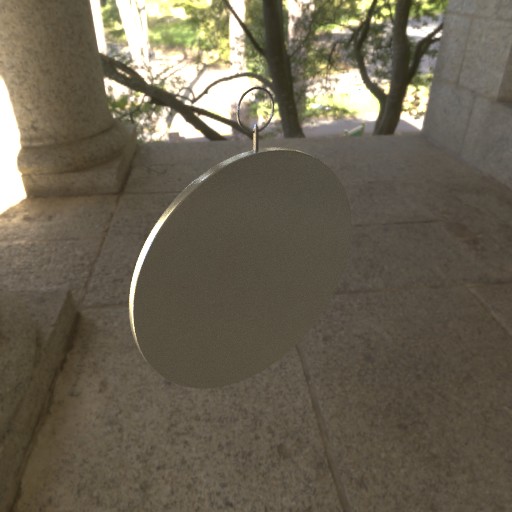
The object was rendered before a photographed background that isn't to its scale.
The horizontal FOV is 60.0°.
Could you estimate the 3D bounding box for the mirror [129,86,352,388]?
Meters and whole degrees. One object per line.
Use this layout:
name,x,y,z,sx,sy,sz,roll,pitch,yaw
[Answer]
mirror,0.000,0.000,0.981,0.594,0.713,0.020,-21,37,-30
